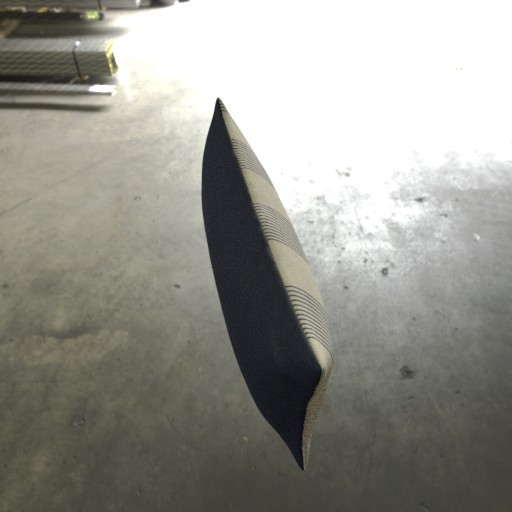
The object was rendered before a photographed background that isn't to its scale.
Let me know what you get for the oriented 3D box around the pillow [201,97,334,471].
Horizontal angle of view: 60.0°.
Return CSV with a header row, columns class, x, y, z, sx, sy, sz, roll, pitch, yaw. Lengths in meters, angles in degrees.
class,x,y,z,sx,sy,sz,roll,pitch,yaw
pillow,0.000,0.000,0.746,0.151,0.287,0.610,-9,46,-9
